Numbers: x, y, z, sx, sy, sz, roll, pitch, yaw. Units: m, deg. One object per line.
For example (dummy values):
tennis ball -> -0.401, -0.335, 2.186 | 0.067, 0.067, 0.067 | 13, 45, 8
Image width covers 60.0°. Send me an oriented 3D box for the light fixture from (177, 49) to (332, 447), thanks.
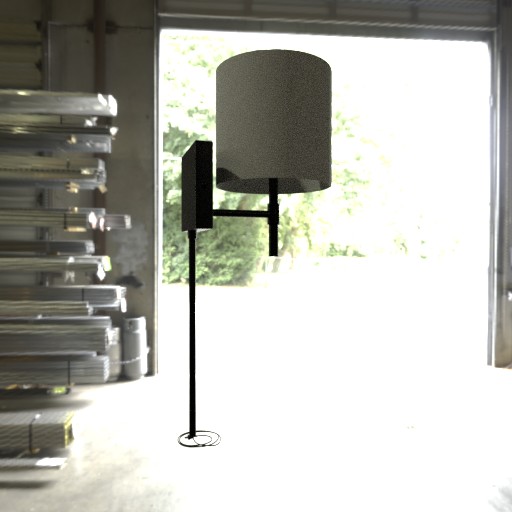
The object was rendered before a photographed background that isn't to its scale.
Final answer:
light fixture -> 0.000, 0.000, 0.716 | 0.248, 0.589, 0.188 | 0, 1, -18
